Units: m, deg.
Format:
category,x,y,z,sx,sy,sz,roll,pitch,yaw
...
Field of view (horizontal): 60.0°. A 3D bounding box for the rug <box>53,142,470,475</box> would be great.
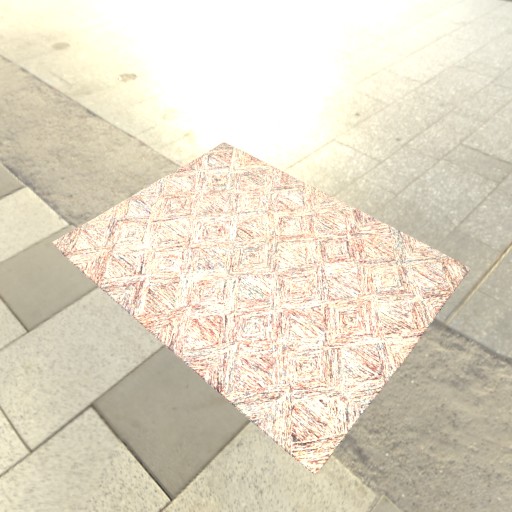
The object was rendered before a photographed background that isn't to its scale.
category,x,y,z,sx,sy,sz,roll,pitch,yaw
rug,0.000,0.000,4.226,3.226,0.024,2.436,33,55,27
